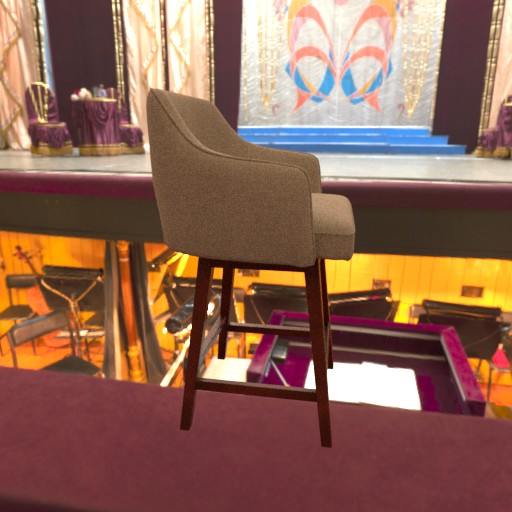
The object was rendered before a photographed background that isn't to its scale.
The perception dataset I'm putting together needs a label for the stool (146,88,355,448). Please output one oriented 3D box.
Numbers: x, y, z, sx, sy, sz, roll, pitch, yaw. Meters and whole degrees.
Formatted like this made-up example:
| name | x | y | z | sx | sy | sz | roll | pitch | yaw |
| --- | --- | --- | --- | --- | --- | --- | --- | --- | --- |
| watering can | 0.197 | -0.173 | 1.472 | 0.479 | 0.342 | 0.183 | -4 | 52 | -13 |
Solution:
| name | x | y | z | sx | sy | sz | roll | pitch | yaw |
| --- | --- | --- | --- | --- | --- | --- | --- | --- | --- |
| stool | 0.000 | 0.000 | 1.341 | 0.558 | 0.944 | 0.599 | 3 | 16 | 10 |
